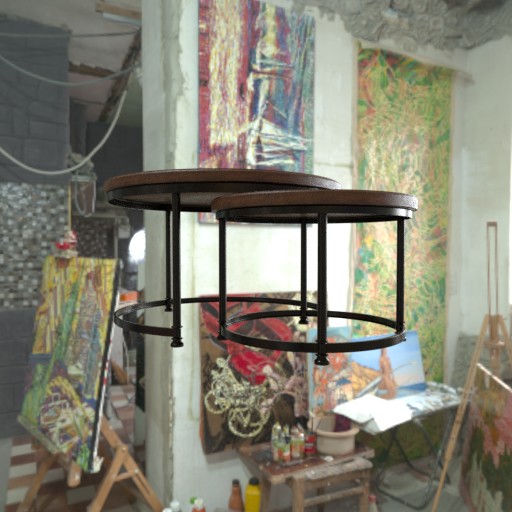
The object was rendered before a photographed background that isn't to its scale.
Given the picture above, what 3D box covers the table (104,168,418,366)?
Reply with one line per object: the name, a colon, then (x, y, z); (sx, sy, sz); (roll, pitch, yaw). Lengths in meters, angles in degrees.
table: (0.000, 0.000, 1.607); (1.152, 0.516, 0.870); (1, 2, 34)
